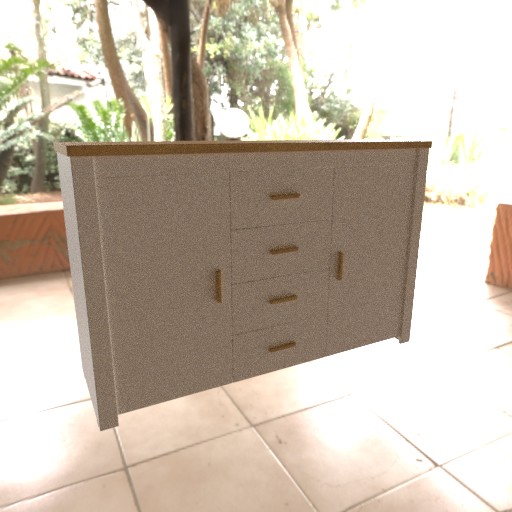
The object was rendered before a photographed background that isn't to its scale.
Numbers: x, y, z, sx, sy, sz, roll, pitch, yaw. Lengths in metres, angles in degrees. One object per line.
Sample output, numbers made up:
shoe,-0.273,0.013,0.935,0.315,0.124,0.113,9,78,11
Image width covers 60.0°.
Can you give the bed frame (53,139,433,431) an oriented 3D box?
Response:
bed frame,0.000,0.000,1.699,1.300,0.850,0.430,-8,18,-27
